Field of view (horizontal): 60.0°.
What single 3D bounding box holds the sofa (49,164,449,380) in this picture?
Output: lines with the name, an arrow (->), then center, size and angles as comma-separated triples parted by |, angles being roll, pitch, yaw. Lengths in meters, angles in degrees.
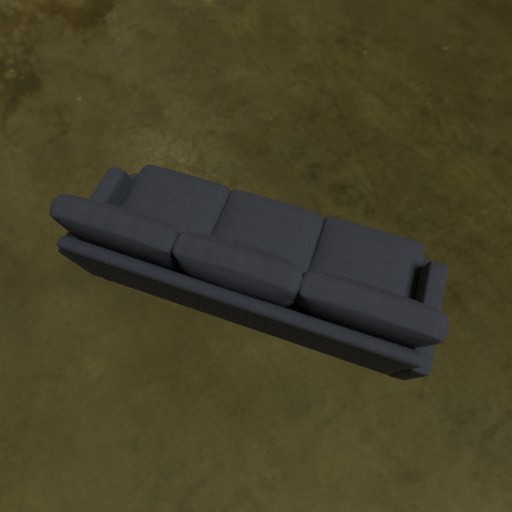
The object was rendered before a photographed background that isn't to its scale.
sofa -> 0.000, 0.000, 2.637 | 2.115, 0.984, 0.888 | 17, 64, 9
